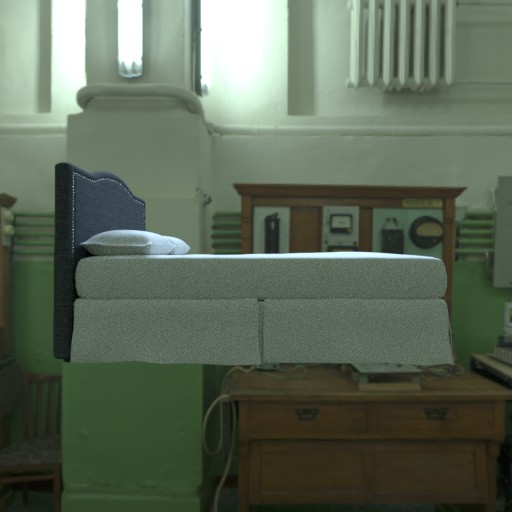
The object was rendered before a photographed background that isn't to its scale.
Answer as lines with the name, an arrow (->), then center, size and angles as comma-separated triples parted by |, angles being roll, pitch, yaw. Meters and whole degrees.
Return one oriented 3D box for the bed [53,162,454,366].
bed -> 0.000, 0.000, 3.959 | 2.689, 1.457, 2.161 | 0, 0, 0
